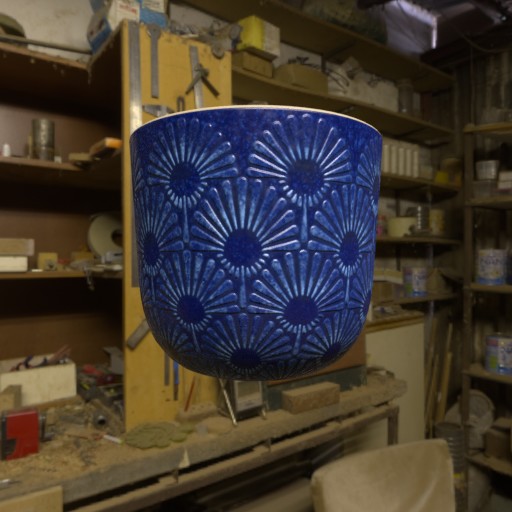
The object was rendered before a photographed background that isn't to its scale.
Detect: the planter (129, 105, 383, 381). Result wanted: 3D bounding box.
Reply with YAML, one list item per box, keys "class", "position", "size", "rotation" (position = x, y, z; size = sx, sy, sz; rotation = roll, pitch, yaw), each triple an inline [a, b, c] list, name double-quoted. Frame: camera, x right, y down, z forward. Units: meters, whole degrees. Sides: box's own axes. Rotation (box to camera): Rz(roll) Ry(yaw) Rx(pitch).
- class: "planter"
  position: [0.000, 0.000, 0.308]
  size: [0.170, 0.153, 0.170]
  rotation: [0, -1, 0]
